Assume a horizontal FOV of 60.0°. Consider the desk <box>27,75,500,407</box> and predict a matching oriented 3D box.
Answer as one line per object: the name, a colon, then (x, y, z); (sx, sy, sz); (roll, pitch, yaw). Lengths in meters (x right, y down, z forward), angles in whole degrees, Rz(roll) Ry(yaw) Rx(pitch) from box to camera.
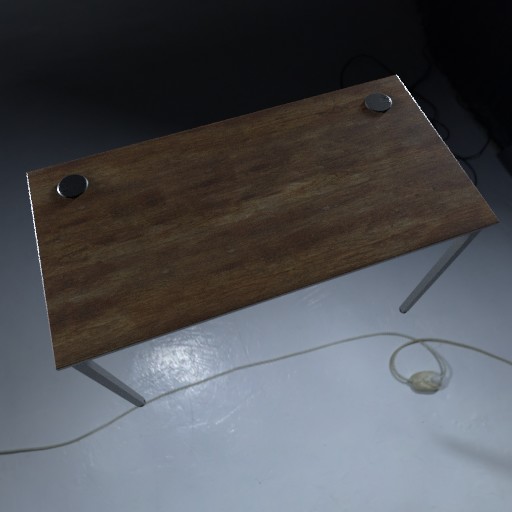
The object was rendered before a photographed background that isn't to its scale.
desk: (0.000, 0.000, 1.579); (1.200, 0.749, 0.600); (-18, 65, -9)
